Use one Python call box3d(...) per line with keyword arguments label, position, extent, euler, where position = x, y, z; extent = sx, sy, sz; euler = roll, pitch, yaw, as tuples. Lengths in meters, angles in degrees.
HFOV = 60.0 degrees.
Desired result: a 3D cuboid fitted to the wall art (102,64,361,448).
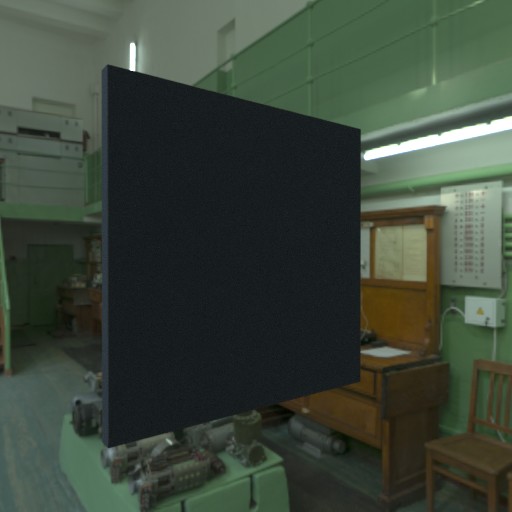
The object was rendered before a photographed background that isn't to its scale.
box3d(label="wall art", position=(0.000, 0.000, 1.121), extent=(0.762, 0.762, 0.038), euler=(0, 0, -37))
